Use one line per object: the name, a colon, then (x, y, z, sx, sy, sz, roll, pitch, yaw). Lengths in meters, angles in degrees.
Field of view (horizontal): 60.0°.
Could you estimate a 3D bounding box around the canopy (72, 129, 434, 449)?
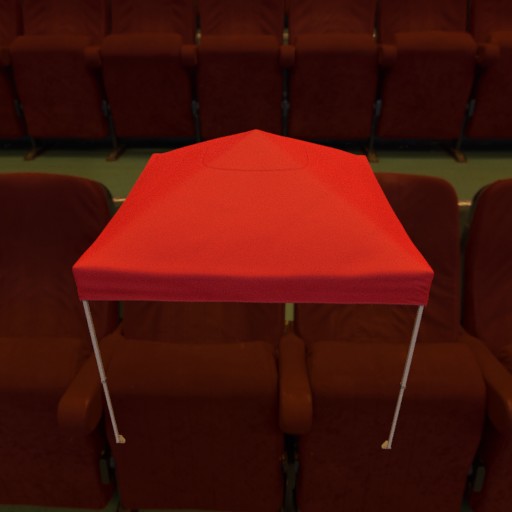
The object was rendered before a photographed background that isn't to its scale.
canopy: (0.000, 0.000, 5.279, 2.996, 2.997, 2.998, 1, 31, 1)
